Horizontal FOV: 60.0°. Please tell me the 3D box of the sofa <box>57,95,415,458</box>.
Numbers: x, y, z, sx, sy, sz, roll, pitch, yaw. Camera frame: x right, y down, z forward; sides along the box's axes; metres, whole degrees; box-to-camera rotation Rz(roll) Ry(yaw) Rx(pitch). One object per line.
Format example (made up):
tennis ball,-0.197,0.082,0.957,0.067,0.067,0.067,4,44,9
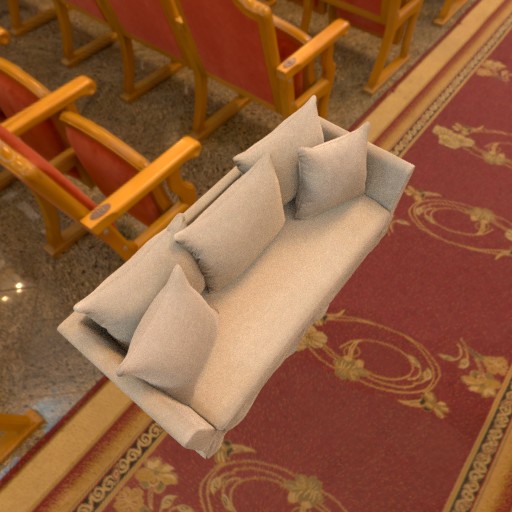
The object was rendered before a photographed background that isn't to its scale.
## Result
sofa,0.000,0.000,2.900,1.031,1.034,2.290,34,64,19
